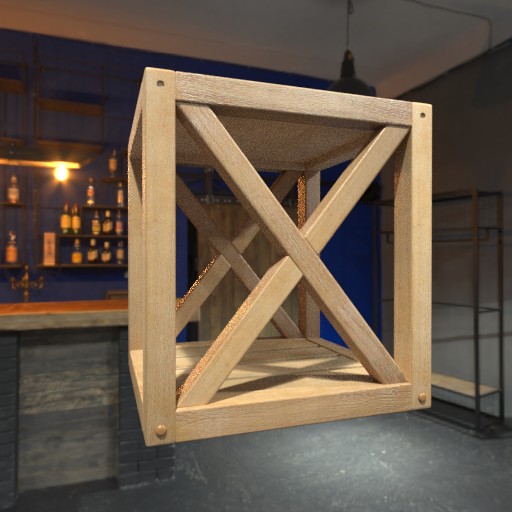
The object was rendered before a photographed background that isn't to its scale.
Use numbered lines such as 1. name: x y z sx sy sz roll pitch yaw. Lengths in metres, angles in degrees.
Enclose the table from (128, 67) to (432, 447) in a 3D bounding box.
1. table: 0.000 0.000 1.055 0.559 0.610 0.558 0 0 -19
